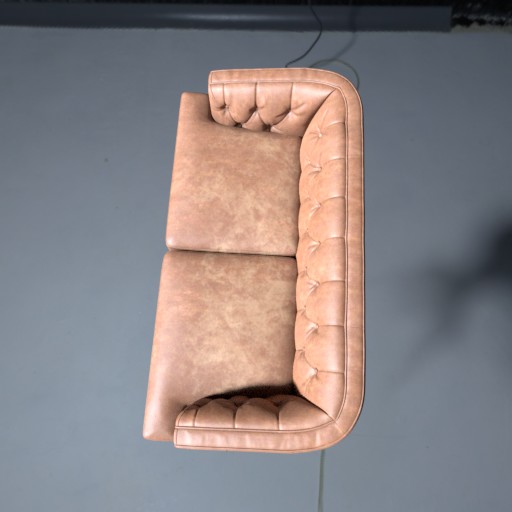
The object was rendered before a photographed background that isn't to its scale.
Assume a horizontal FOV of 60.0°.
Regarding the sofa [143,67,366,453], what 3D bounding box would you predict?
[{"bbox_3d":[0.000,0.000,2.214,0.914,0.786,1.755,3,75,1],"label":"sofa"}]
